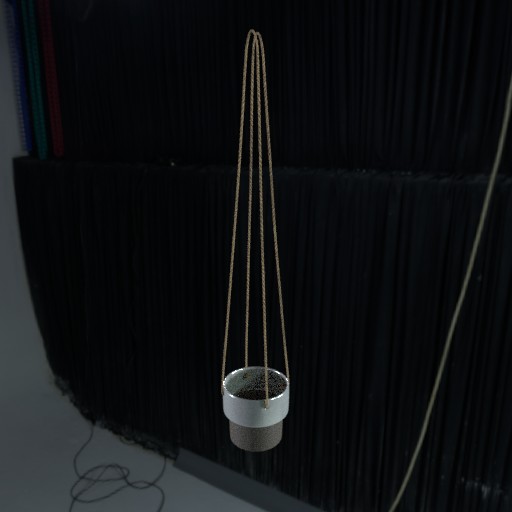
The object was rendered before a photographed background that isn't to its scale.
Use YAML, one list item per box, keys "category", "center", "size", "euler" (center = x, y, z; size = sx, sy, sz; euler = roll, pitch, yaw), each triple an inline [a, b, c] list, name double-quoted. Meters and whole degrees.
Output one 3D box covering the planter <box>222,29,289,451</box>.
- category: "planter"
  center: [0.000, 0.000, 1.158]
  size: [0.187, 1.073, 0.187]
  euler: [7, 16, 27]
